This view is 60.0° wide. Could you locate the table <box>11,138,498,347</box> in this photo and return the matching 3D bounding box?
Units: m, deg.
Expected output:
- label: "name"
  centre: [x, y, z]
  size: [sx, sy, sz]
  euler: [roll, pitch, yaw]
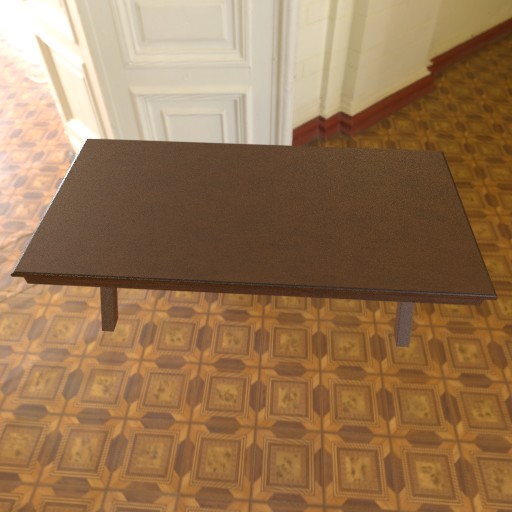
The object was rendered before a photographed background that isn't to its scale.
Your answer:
- label: "table"
  centre: [0.000, 0.000, 1.450]
  size: [1.197, 0.459, 0.594]
  euler: [3, 48, 2]
